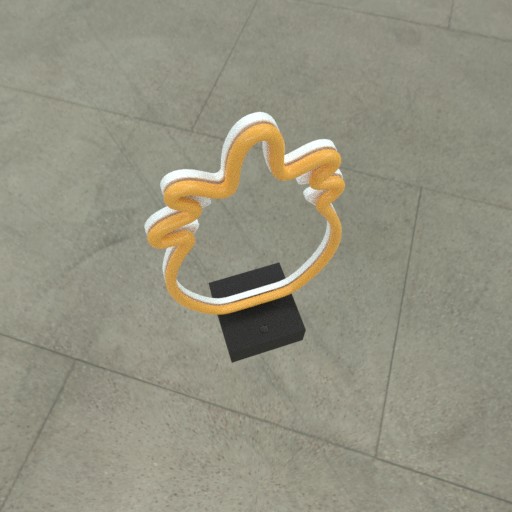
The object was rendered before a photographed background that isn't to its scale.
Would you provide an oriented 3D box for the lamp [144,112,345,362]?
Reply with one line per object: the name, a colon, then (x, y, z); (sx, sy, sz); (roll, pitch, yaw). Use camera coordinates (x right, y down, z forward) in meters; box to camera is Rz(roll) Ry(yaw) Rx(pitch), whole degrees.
lamp: (0.000, 0.000, 0.396); (0.167, 0.317, 0.088); (-16, 63, -8)
